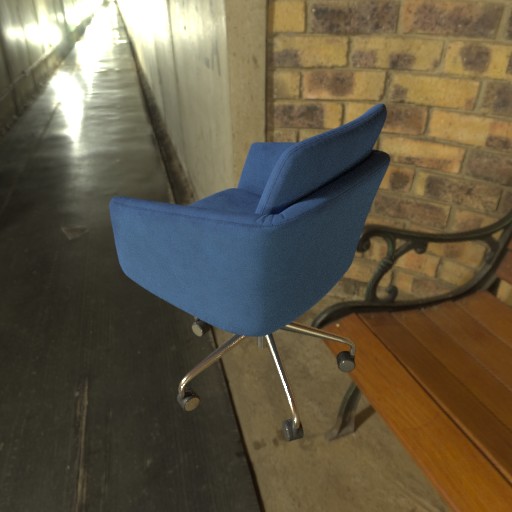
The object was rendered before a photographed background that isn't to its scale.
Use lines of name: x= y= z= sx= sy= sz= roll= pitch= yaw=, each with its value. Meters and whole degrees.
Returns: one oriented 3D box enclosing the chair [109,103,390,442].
chair: x=0.000 y=0.000 z=1.343 sx=0.635 sy=0.908 sz=0.641 roll=22 pitch=38 yaw=30
